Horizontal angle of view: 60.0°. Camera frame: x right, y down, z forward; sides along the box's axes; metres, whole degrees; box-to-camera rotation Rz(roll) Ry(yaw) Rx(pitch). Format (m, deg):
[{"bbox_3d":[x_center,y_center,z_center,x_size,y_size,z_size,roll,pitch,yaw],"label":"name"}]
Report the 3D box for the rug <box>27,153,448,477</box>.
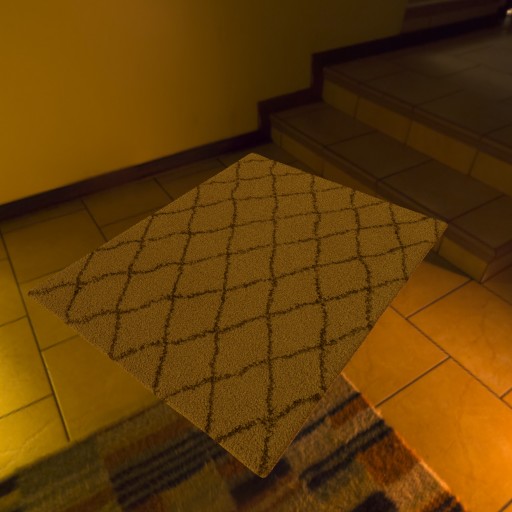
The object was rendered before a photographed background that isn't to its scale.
[{"bbox_3d":[0.000,0.000,3.999,2.438,0.029,3.047,26,47,27],"label":"rug"}]
